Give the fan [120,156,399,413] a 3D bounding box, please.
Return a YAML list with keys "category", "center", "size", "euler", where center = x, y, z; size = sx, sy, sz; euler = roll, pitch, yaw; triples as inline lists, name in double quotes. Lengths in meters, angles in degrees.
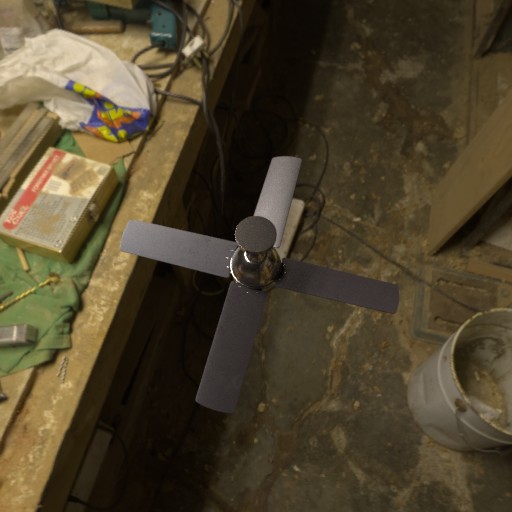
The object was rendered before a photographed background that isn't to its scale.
- category: "fan"
  center: [0.000, 0.000, 1.985]
  size: [1.332, 0.403, 1.332]
  euler: [13, 64, 7]
